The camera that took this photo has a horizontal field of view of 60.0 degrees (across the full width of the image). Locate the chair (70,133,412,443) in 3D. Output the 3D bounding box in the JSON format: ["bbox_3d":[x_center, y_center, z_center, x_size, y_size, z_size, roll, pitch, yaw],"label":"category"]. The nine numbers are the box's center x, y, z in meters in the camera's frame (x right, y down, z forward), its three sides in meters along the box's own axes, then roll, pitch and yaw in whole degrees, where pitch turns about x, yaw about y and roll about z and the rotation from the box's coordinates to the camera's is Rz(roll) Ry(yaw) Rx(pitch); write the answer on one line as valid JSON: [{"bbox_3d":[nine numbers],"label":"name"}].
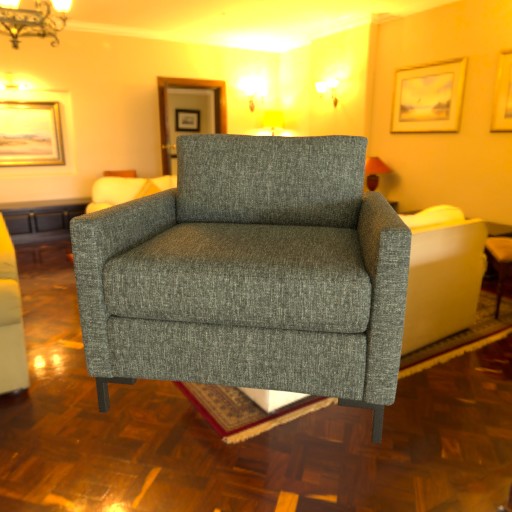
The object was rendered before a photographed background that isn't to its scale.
[{"bbox_3d":[0.000,0.000,1.609,0.963,0.861,0.866,3,15,10],"label":"chair"}]
